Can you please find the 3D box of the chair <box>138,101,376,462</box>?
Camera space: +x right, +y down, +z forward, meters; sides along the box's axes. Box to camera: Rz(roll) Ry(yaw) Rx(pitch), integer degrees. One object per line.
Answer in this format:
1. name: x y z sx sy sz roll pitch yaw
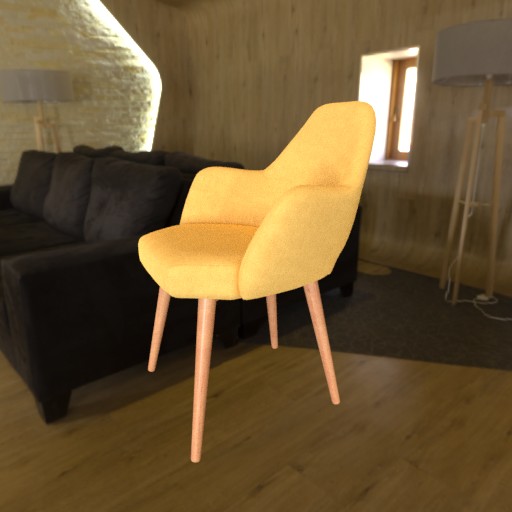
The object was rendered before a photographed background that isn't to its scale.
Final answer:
1. chair: 0.000 0.000 1.259 0.610 0.840 0.590 -8 18 -25
